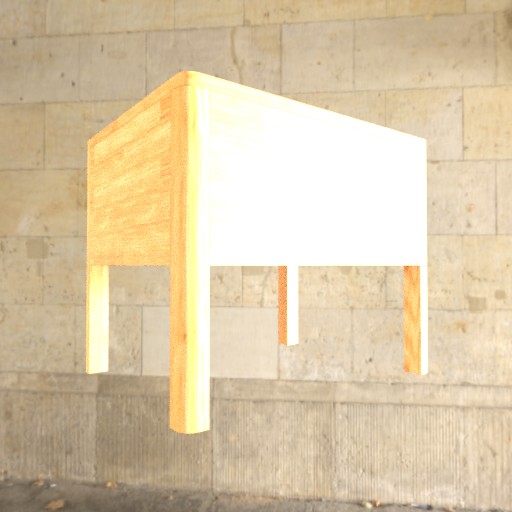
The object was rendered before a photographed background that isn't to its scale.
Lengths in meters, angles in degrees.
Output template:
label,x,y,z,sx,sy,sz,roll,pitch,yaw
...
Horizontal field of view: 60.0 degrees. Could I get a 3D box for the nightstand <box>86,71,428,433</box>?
label,x,y,z,sx,sy,sz,roll,pitch,yaw
nightstand,0.000,0.000,0.909,0.560,0.470,0.440,1,-1,-37
